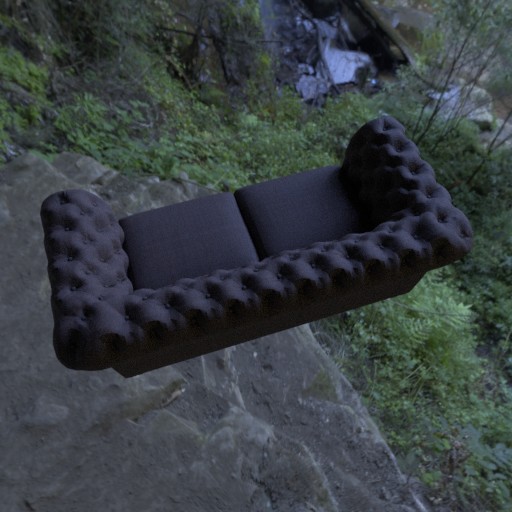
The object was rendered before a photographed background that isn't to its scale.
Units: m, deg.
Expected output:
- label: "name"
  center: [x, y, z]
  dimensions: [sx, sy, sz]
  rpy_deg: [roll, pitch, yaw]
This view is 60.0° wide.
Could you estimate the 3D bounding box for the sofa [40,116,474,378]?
- label: "sofa"
  center: [0.000, 0.000, 2.450]
  dimensions: [2.048, 0.780, 0.944]
  rpy_deg: [-15, 60, -9]
